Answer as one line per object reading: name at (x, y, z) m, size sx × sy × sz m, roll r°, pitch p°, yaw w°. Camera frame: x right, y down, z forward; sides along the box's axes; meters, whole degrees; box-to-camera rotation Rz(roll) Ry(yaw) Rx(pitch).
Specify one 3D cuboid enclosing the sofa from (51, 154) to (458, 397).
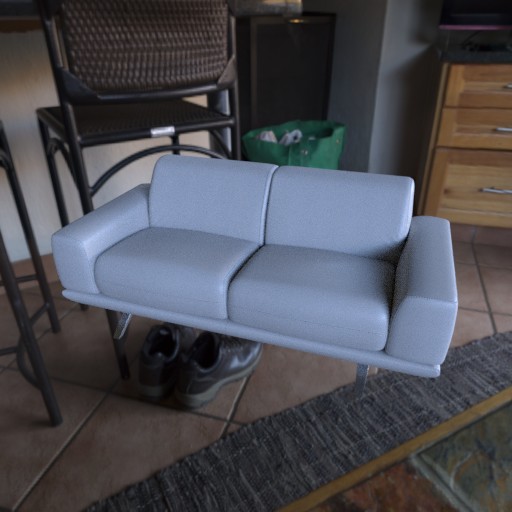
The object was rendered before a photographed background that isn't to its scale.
sofa at (0.000, 0.000, 2.343) m, size 1.901 × 0.772 × 0.900 m, roll 9°, pitch 29°, yaw 17°
